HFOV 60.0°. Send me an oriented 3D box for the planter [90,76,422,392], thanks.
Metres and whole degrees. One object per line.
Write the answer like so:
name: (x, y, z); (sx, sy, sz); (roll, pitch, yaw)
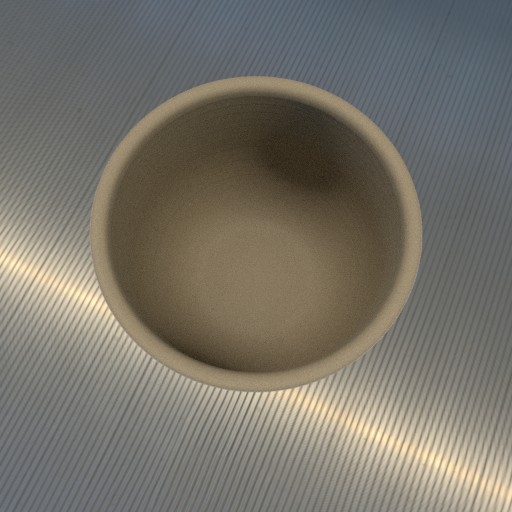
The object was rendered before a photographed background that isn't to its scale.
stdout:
planter: (0.000, 0.000, 0.218); (0.124, 0.109, 0.124); (0, 75, 0)
